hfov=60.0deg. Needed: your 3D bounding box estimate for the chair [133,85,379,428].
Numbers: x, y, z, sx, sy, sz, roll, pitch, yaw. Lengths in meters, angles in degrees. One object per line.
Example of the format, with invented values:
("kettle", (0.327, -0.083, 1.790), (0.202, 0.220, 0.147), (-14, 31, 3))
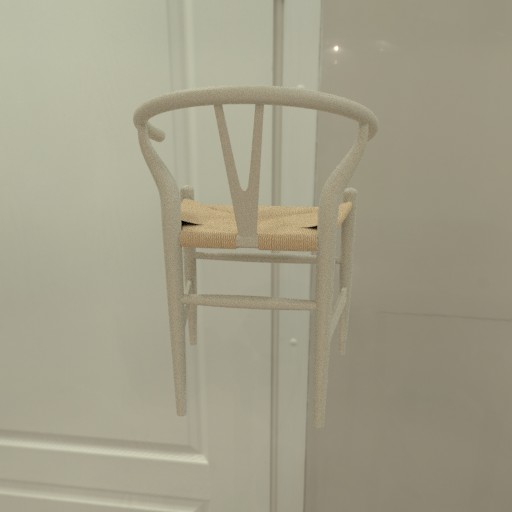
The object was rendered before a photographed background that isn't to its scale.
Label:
("chair", (0.000, 0.000, 1.081), (0.533, 0.736, 0.500), (2, 16, 7))
